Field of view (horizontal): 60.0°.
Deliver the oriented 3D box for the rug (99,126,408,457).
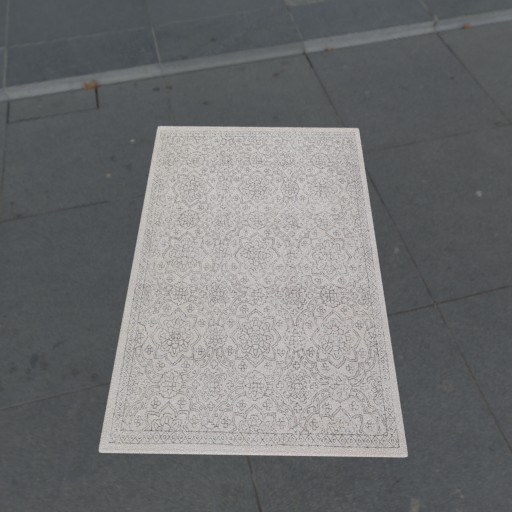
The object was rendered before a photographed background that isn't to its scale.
[{"bbox_3d":[0.000,0.000,2.770,1.524,0.011,2.286,1,59,0],"label":"rug"}]
